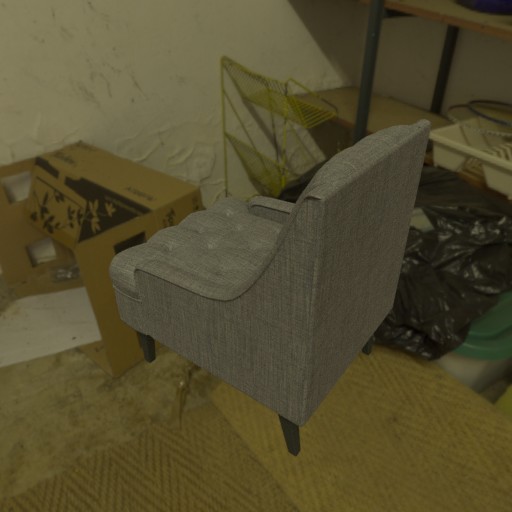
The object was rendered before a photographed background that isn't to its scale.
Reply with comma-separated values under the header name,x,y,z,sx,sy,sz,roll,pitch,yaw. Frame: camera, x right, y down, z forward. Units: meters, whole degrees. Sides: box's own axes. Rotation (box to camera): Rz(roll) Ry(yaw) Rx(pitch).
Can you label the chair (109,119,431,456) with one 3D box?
name,x,y,z,sx,sy,sz,roll,pitch,yaw
chair,0.000,0.000,1.455,0.771,0.891,0.655,22,38,30
